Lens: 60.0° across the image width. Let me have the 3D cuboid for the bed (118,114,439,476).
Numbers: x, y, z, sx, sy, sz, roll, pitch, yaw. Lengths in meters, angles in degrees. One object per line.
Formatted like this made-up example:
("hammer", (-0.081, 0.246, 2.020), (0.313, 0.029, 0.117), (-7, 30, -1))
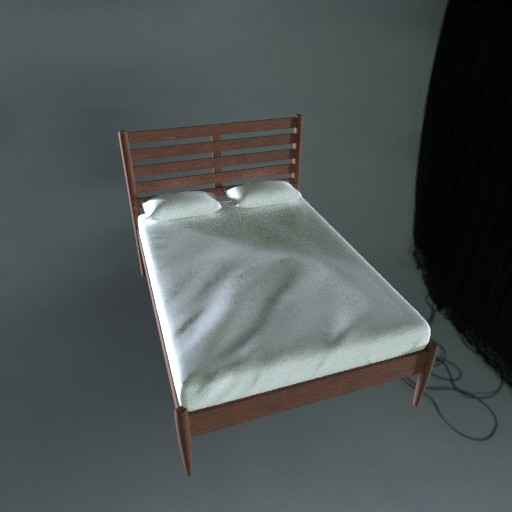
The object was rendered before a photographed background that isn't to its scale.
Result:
("bed", (0.000, 0.000, 3.066), (1.509, 1.304, 2.093), (-10, 34, -16))
